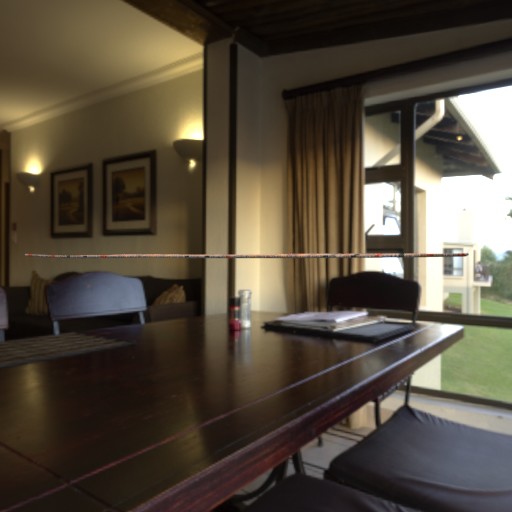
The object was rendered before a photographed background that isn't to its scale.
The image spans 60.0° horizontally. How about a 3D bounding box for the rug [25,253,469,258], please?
[{"bbox_3d":[0.000,0.000,3.029,2.439,0.029,1.537,0,0,17],"label":"rug"}]
